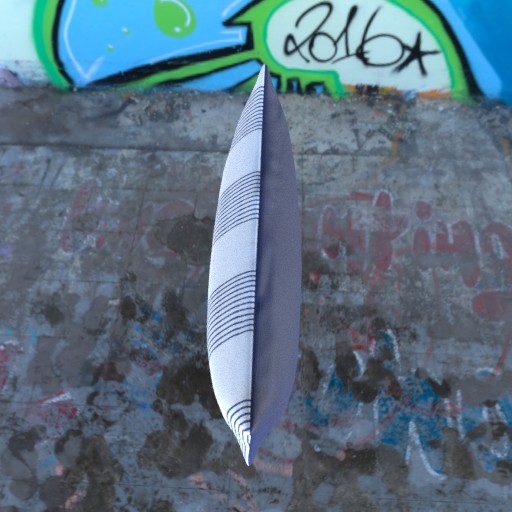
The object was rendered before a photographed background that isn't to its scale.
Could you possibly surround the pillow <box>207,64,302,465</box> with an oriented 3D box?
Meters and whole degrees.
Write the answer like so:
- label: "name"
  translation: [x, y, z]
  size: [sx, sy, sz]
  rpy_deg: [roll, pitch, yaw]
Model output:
- label: "pillow"
  translation: [0.000, 0.000, 0.739]
  size: [0.151, 0.287, 0.610]
  rpy_deg: [2, 59, 1]
